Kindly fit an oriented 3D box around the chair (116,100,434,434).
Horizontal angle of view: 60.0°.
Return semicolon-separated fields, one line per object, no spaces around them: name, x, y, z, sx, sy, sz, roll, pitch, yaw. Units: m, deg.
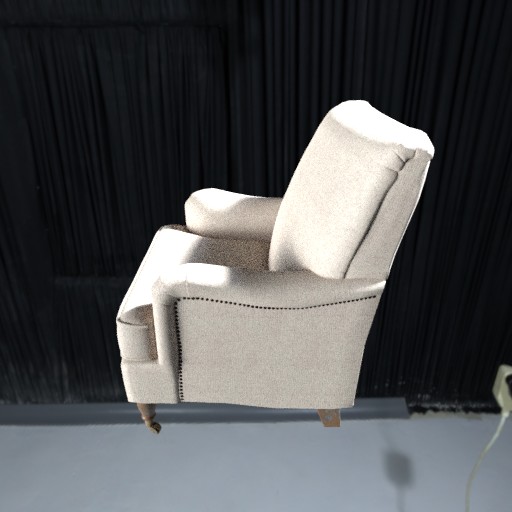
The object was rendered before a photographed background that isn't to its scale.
chair;0.000;0.000;1.763;0.953;1.119;0.879;0;26;0
